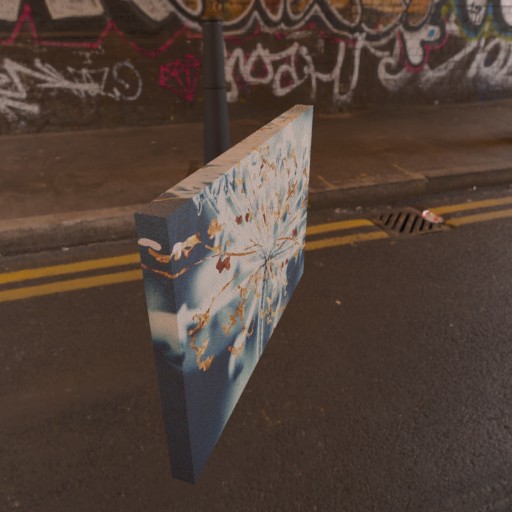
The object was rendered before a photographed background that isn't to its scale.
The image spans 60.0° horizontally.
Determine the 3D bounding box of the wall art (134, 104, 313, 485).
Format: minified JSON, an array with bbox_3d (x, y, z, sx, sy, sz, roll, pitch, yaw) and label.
[{"bbox_3d":[0.000,0.000,0.774,0.036,0.405,0.607,10,30,17],"label":"wall art"}]
